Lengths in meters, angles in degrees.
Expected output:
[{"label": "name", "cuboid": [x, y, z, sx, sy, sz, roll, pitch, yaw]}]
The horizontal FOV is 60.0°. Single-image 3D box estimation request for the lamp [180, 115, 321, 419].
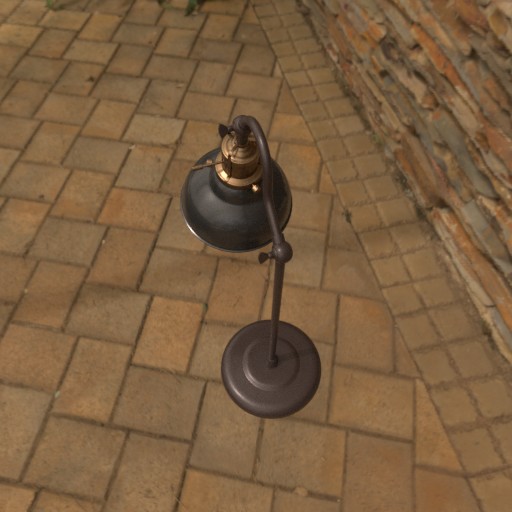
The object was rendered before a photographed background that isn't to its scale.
[{"label": "lamp", "cuboid": [0.000, 0.000, 0.686, 0.192, 0.508, 0.374, -15, 58, -10]}]
